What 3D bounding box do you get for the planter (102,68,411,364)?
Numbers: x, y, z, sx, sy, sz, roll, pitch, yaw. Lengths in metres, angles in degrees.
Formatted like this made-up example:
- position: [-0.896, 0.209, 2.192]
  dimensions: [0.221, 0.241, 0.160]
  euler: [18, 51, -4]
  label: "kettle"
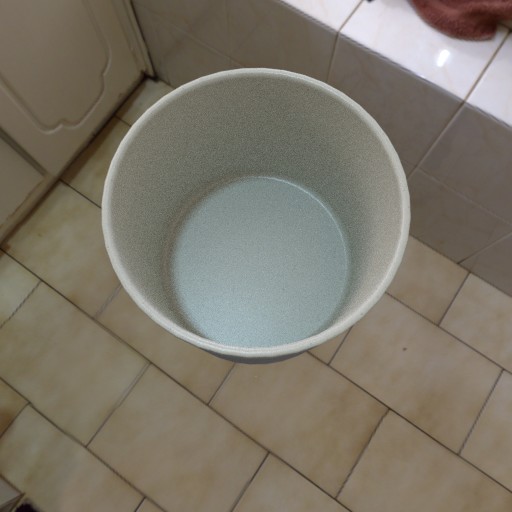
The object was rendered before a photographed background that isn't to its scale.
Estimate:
- position: [0.000, 0.000, 0.551]
  dimensions: [0.261, 0.367, 0.261]
  euler: [0, 75, 0]
  label: "planter"
